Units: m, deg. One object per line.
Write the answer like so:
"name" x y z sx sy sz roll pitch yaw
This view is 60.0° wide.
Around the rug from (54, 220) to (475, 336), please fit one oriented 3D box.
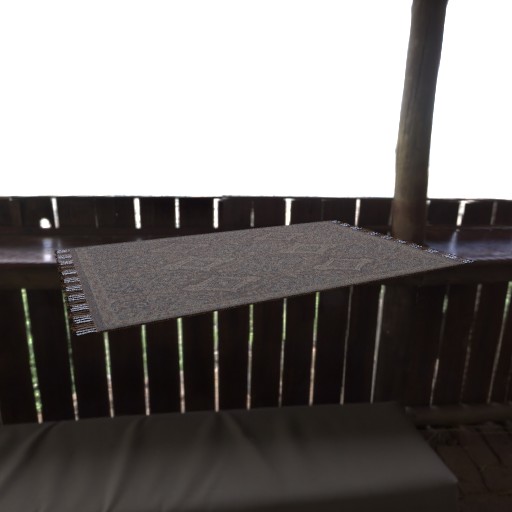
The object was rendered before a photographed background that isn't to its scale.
"rug" 0.000 0.000 2.993 2.434 0.010 1.516 -8 18 -25
